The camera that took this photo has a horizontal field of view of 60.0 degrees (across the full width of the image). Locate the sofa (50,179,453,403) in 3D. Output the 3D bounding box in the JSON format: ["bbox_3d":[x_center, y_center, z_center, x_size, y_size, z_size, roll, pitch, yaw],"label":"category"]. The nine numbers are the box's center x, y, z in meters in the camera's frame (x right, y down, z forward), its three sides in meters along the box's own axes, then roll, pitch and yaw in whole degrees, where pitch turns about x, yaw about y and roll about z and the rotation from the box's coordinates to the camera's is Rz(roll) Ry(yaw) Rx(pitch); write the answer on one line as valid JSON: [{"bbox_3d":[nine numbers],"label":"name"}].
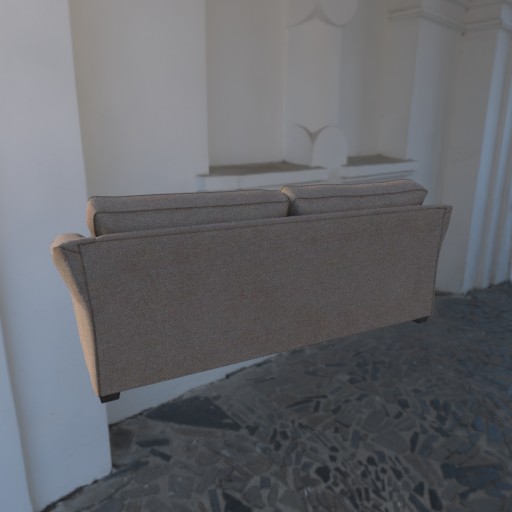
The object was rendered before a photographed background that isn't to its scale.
[{"bbox_3d":[0.000,0.000,2.713,2.270,0.906,0.986,-8,17,-26],"label":"sofa"}]
